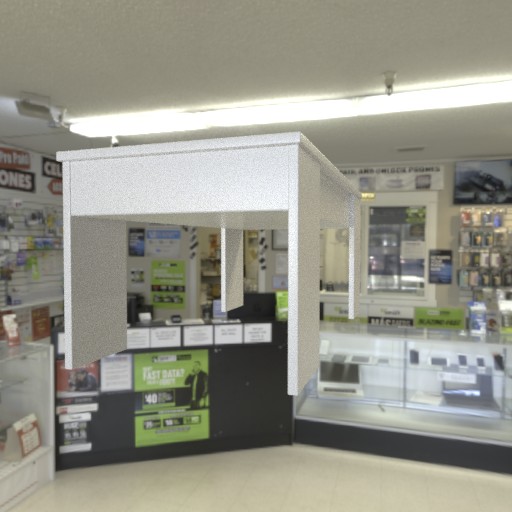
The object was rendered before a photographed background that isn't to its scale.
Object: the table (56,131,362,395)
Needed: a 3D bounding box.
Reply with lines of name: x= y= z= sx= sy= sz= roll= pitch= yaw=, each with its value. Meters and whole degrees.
table: x=0.000 y=0.000 z=1.283 sx=0.500 sy=0.440 sz=1.000 roll=1 pitch=2 yaw=19
